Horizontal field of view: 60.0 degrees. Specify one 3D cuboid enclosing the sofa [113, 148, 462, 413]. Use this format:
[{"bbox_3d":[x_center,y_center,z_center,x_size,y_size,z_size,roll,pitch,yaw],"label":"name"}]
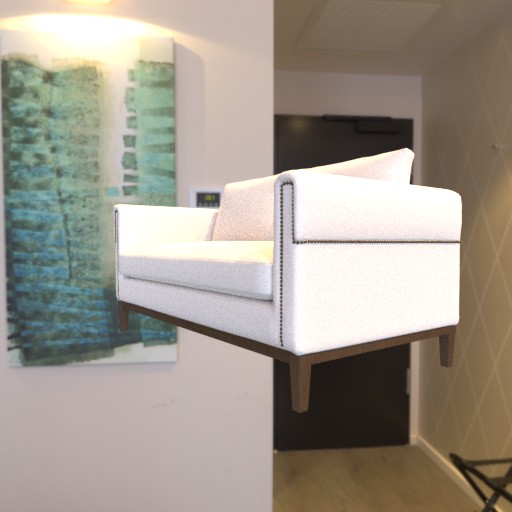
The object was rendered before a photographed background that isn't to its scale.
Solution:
[{"bbox_3d":[0.000,0.000,2.141,0.905,0.873,1.598,-1,2,-36],"label":"sofa"}]
